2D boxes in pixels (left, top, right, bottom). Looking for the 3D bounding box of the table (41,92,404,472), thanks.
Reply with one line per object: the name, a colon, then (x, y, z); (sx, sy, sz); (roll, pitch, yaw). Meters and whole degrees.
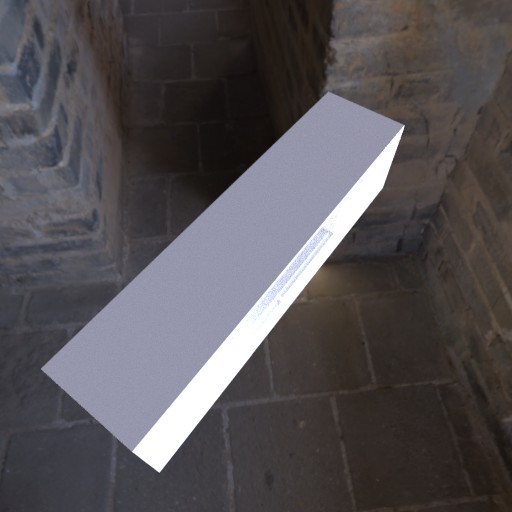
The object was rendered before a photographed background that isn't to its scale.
table: (0.000, 0.000, 1.811); (0.390, 0.420, 1.650); (32, 62, 19)
